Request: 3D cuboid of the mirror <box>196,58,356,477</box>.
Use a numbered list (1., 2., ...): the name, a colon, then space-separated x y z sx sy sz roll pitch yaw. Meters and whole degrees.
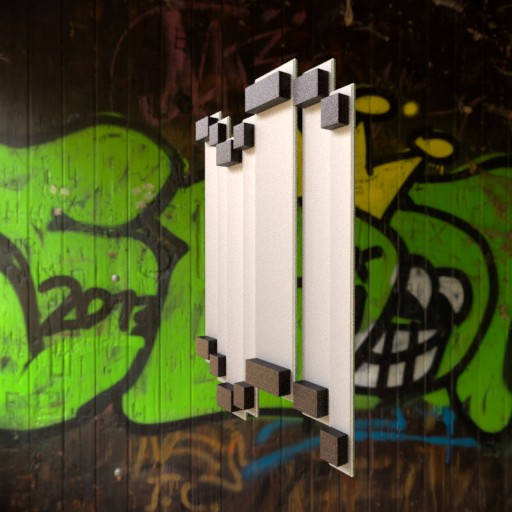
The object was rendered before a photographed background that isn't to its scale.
1. mirror: 0.000 0.000 0.778 0.058 0.611 0.445 -1 1 -35
